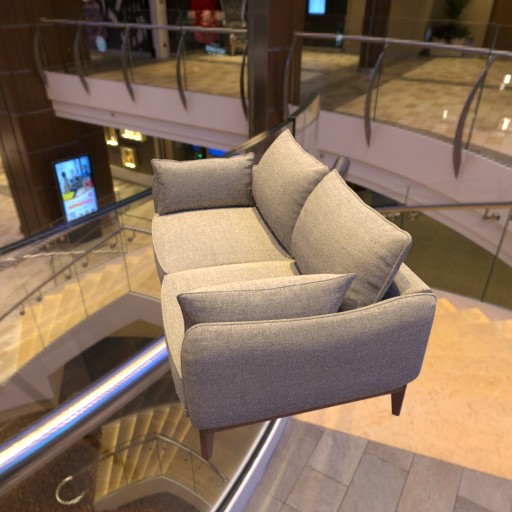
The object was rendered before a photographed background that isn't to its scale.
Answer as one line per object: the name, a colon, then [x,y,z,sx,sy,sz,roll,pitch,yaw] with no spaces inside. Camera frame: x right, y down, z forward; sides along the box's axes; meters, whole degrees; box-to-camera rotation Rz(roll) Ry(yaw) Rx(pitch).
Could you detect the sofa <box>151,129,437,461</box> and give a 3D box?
sofa: [0.000,0.000,2.184,0.972,0.851,1.580,-8,32,-13]
